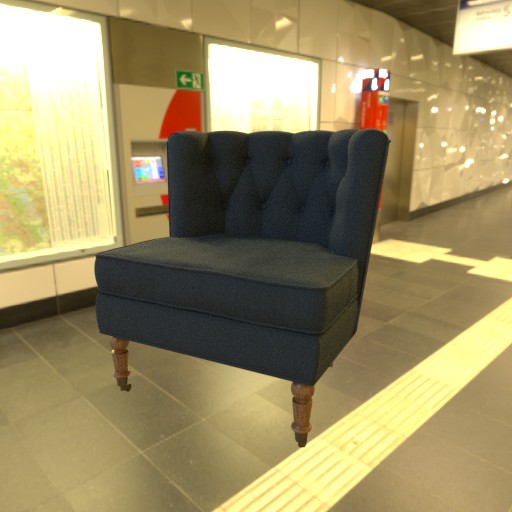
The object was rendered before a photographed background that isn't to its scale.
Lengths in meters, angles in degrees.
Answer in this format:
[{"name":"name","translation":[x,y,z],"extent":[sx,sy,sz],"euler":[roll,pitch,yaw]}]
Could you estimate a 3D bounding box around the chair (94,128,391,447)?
[{"name":"chair","translation":[0.000,0.000,1.387],"extent":[0.740,0.771,0.718],"euler":[7,16,26]}]
